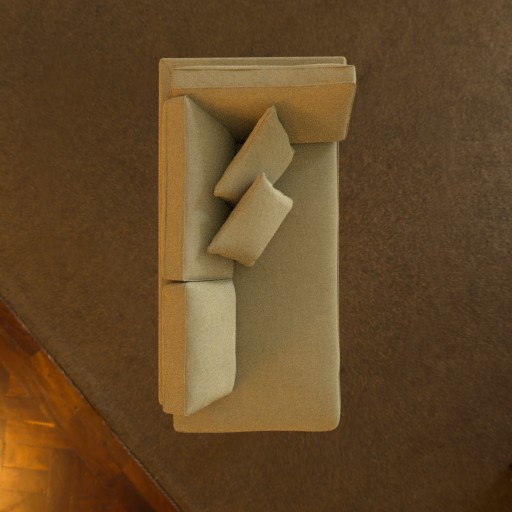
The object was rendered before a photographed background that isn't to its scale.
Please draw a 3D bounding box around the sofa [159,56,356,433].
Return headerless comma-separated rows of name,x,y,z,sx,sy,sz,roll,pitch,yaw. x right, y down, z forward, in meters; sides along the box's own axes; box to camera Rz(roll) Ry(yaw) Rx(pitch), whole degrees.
sofa,0.000,0.000,2.788,1.110,1.019,2.238,0,90,2
